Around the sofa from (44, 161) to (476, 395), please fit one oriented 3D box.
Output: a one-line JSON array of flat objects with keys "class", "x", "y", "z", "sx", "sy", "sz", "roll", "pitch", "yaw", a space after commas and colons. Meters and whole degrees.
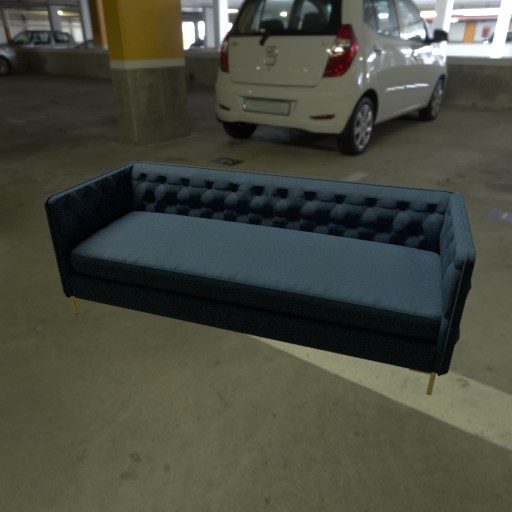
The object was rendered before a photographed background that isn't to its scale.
[{"class": "sofa", "x": 0.000, "y": 0.000, "z": 2.607, "sx": 2.209, "sy": 0.771, "sz": 0.895, "roll": 9, "pitch": 28, "yaw": 17}]
